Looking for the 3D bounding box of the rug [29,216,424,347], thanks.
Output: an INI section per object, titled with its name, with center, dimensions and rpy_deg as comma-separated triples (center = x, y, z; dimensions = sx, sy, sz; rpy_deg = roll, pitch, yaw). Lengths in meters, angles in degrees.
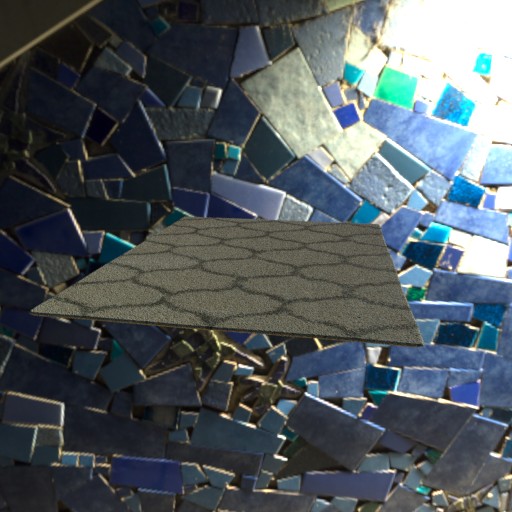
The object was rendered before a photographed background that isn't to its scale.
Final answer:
[rug]
center = 0.000, 0.000, 3.999
dimensions = 2.399, 0.026, 3.000
rpy_deg = 3, 17, 10
